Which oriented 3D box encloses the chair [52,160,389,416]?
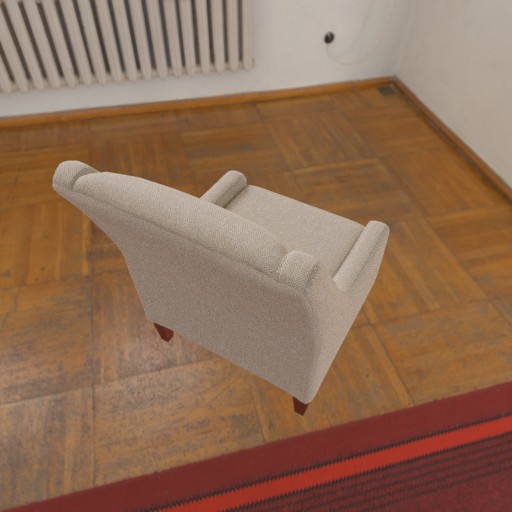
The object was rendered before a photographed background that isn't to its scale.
[{"bbox_3d":[0.000,0.000,1.623,0.774,1.014,0.870,23,51,20],"label":"chair"}]
